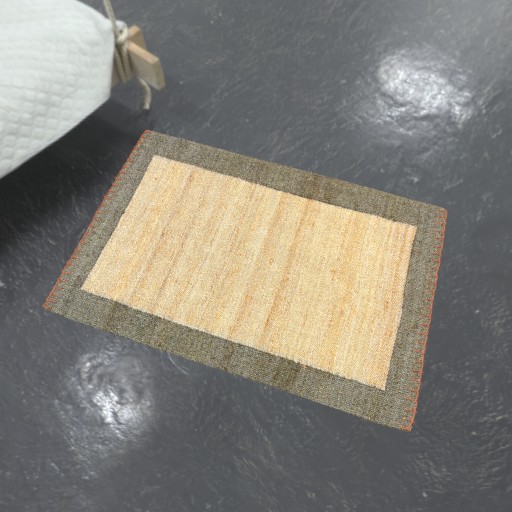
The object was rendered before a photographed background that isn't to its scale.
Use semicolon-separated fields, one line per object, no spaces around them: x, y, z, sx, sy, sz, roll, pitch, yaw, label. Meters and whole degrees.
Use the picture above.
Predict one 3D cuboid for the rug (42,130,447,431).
0.000;0.000;2.306;1.838;0.019;1.220;17;65;8;rug
